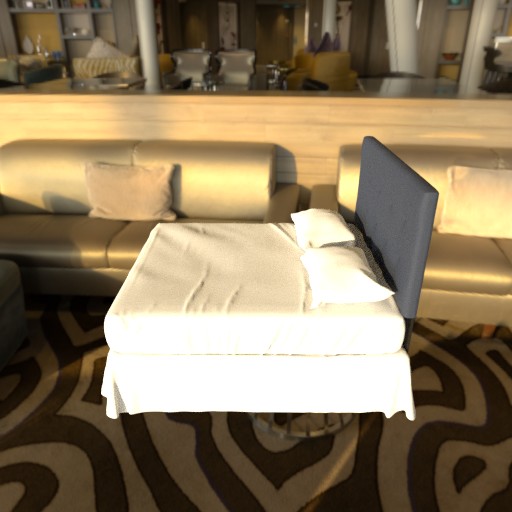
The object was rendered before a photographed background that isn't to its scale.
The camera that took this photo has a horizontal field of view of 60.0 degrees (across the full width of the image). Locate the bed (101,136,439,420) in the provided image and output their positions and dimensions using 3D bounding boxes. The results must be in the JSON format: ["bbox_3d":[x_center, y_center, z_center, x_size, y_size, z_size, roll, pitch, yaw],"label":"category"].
[{"bbox_3d":[0.000,0.000,3.513,2.222,1.577,1.936,0,26,0],"label":"bed"}]
